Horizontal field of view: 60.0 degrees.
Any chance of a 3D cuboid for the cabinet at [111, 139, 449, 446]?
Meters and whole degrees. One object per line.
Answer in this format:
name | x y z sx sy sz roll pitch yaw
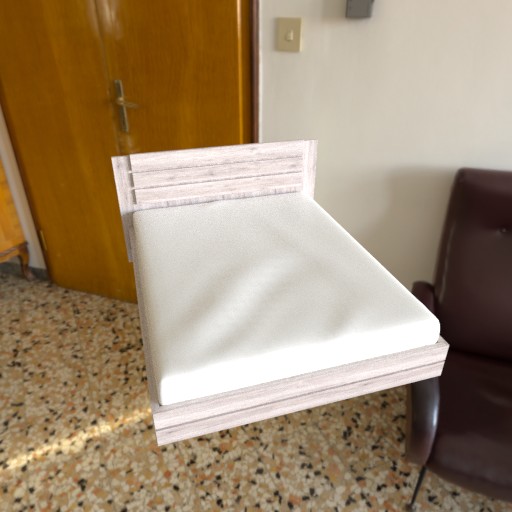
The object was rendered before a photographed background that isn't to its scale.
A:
cabinet | 0.000 0.000 3.083 1.750 0.970 2.080 -9 32 -14
